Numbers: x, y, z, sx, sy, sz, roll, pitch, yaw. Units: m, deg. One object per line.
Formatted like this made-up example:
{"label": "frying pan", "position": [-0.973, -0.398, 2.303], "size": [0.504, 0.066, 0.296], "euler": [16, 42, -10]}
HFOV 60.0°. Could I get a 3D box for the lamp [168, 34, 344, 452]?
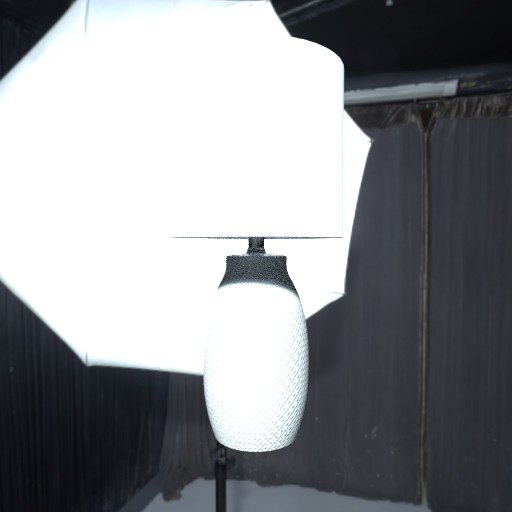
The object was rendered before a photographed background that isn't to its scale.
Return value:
{"label": "lamp", "position": [0.000, 0.000, 0.560], "size": [0.217, 0.453, 0.217], "euler": [0, 1, 18]}
